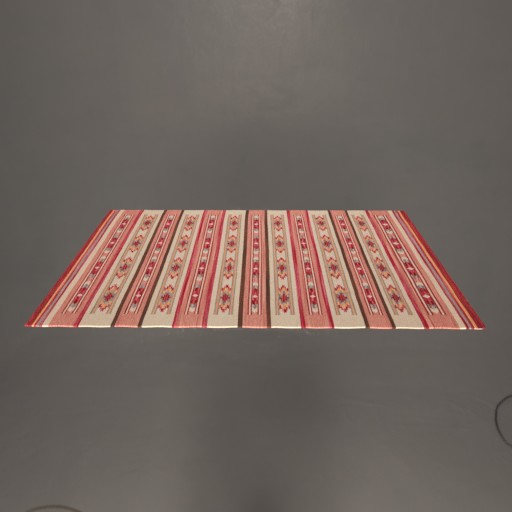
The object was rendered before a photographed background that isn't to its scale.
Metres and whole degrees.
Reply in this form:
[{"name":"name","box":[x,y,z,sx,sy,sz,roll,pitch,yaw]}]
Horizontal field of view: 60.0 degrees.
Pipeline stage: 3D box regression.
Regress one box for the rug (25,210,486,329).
[{"name":"rug","box":[0.000,0.000,2.997,2.431,0.010,1.535,0,29,0]}]
